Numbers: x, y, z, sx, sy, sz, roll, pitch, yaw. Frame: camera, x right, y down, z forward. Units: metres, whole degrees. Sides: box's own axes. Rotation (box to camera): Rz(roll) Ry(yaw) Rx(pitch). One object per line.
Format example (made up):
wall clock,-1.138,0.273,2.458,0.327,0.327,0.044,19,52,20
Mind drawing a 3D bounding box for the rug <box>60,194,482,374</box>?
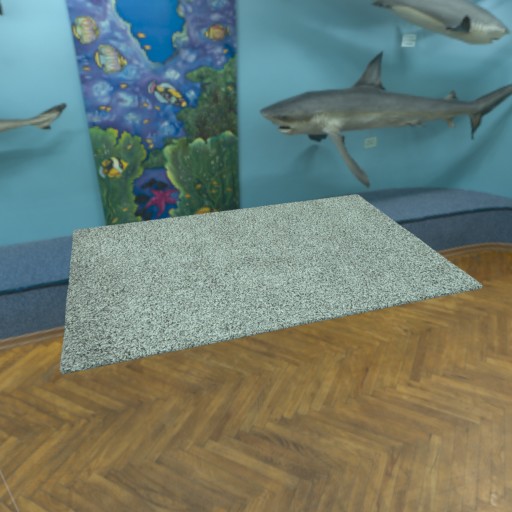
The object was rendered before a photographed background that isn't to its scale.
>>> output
rug,0.000,0.000,3.442,2.743,0.030,1.778,-9,31,-15
